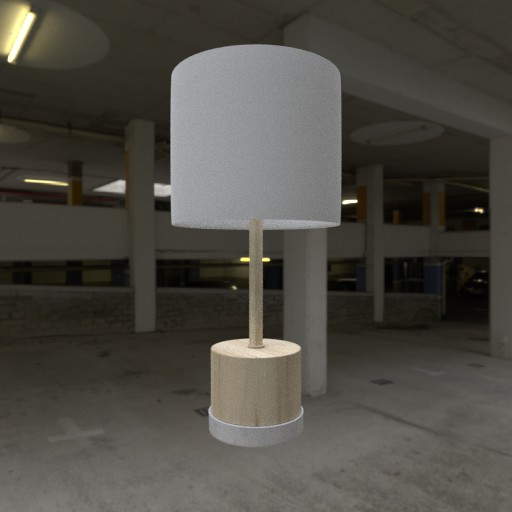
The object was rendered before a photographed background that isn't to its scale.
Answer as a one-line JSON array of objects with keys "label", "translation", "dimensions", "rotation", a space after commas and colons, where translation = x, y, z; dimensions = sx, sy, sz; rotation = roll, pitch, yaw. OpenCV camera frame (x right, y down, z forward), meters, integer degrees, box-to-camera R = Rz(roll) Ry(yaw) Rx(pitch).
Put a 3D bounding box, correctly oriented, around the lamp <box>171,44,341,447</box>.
[{"label": "lamp", "translation": [0.000, 0.000, 0.606], "dimensions": [0.229, 0.470, 0.229], "rotation": [0, 1, -37]}]
